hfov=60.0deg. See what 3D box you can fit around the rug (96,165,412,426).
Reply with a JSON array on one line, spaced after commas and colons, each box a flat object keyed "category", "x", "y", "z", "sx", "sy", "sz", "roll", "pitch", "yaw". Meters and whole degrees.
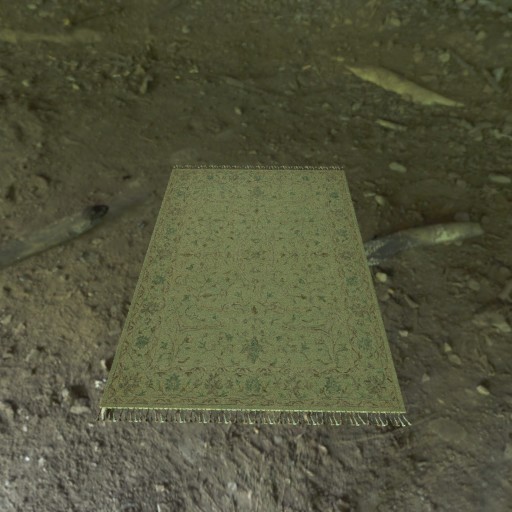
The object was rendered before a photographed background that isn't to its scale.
[{"category": "rug", "x": 0.000, "y": 0.000, "z": 3.037, "sx": 1.544, "sy": 0.010, "sz": 2.435, "roll": 1, "pitch": 41, "yaw": 1}]
